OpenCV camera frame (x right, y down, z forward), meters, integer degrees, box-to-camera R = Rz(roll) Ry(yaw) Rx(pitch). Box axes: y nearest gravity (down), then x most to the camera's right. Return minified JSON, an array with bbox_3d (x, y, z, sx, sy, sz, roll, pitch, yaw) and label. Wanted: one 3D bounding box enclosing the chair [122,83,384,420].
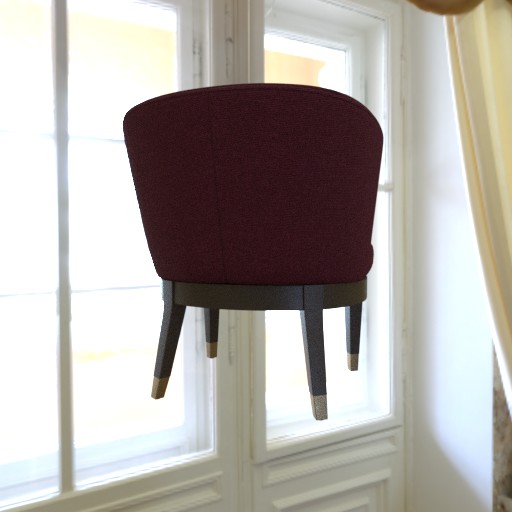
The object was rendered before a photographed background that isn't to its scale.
[{"bbox_3d":[0.000,0.000,1.278,0.700,0.760,0.660,1,2,18],"label":"chair"}]
